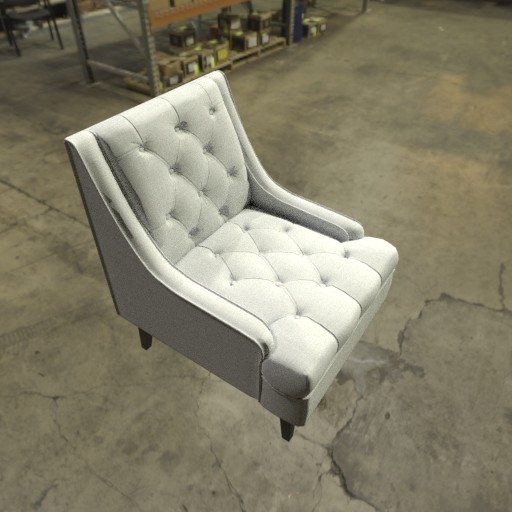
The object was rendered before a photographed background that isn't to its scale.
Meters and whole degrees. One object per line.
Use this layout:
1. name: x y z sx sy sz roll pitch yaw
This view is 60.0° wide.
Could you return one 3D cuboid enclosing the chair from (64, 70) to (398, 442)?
1. chair: 0.000 0.000 1.445 0.772 0.891 0.658 24 47 25
